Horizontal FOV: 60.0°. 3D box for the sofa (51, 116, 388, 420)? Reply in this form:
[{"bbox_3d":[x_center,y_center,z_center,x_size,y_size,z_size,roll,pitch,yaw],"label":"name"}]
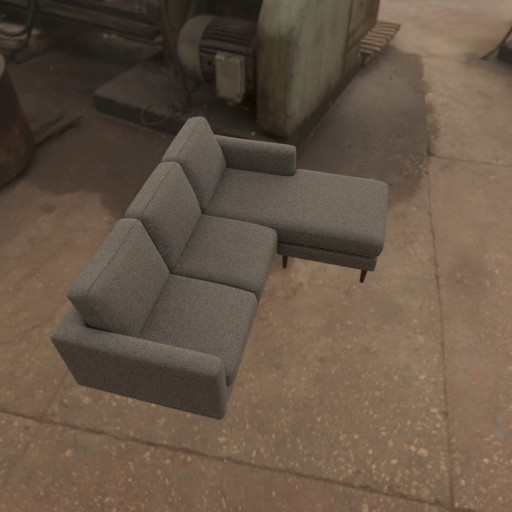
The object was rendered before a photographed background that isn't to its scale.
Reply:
[{"bbox_3d":[0.000,0.000,2.968,1.667,0.957,2.055,10,48,10],"label":"sofa"}]
